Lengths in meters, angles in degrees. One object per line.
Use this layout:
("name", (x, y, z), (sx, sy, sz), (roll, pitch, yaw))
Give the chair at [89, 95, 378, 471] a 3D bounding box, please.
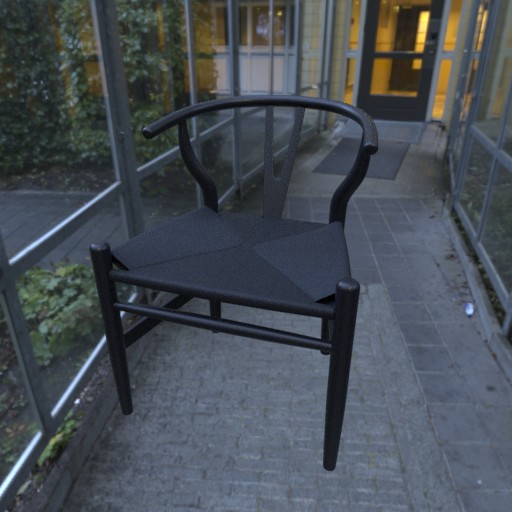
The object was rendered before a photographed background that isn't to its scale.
("chair", (0.000, 0.000, 1.147), (0.569, 0.730, 0.579), (8, 27, 16))
